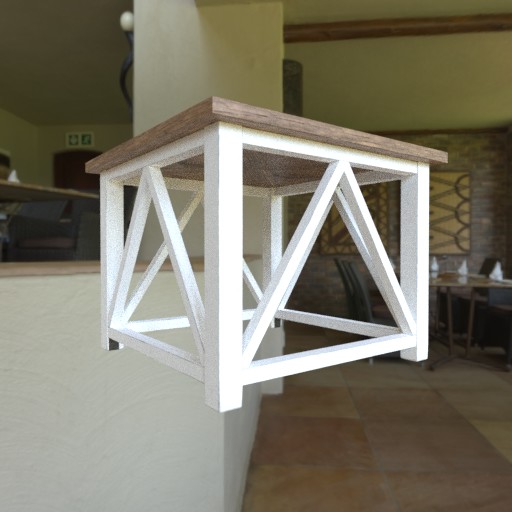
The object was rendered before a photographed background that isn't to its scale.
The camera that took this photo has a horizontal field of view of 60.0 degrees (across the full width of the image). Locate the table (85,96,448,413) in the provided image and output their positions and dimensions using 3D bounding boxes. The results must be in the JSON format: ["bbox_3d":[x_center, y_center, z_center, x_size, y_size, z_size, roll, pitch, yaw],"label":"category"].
[{"bbox_3d":[0.000,0.000,1.206,0.700,0.532,0.700,-1,1,-37],"label":"table"}]
